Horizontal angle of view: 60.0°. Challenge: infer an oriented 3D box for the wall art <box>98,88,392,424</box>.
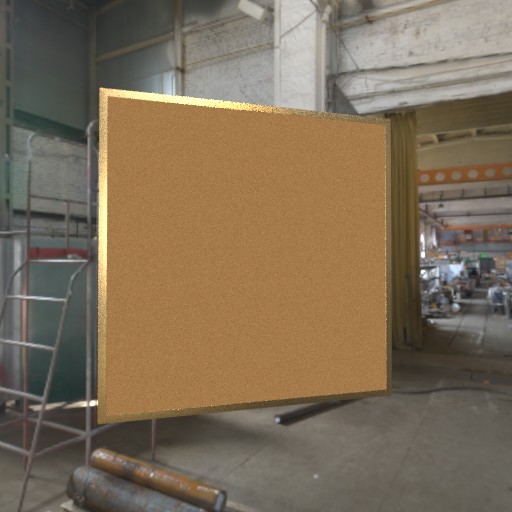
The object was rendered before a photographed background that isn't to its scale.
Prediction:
[{"bbox_3d":[0.000,0.000,0.762,0.509,0.509,0.040,0,-1,-17],"label":"wall art"}]
